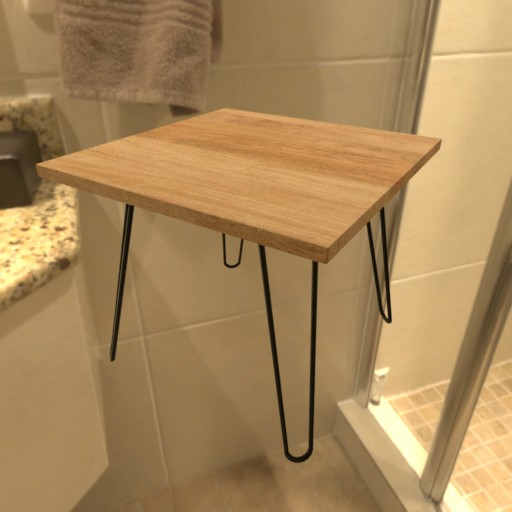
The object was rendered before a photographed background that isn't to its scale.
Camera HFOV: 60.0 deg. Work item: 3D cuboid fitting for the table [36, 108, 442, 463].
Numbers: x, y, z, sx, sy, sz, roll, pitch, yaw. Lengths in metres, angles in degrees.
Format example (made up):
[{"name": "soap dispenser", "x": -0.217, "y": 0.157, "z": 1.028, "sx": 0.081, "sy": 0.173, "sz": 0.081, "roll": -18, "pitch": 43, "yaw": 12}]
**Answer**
[{"name": "table", "x": 0.000, "y": 0.000, "z": 1.031, "sx": 0.599, "sy": 0.500, "sz": 0.599, "roll": 18, "pitch": 34, "yaw": 28}]
